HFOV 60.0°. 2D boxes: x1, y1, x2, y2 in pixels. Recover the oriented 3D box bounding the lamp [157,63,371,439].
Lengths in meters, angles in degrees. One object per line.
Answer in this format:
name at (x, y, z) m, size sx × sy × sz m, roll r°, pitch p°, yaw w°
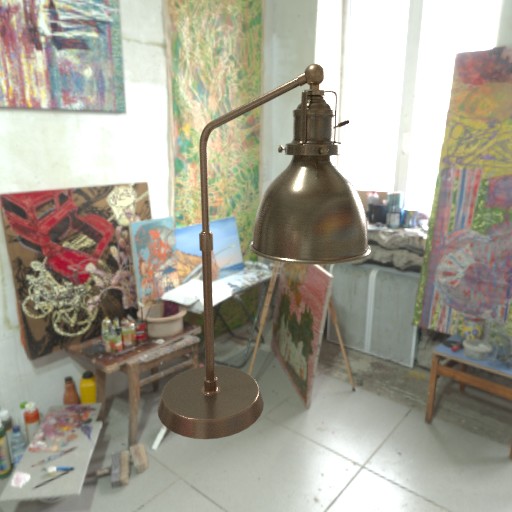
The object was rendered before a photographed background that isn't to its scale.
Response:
lamp at (0.000, 0.000, 0.572) m, size 0.286 × 0.456 × 0.153 m, roll 3°, pitch 16°, yaw 10°
